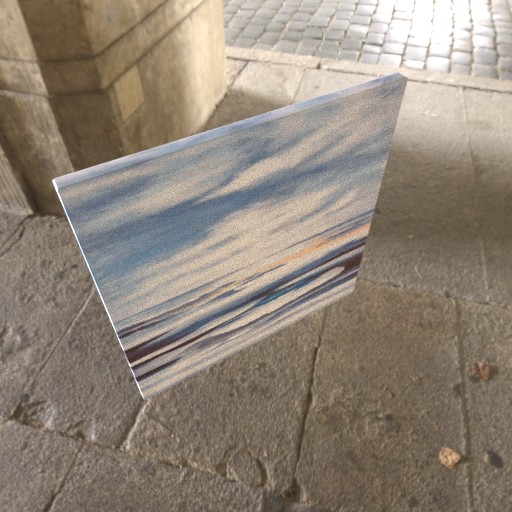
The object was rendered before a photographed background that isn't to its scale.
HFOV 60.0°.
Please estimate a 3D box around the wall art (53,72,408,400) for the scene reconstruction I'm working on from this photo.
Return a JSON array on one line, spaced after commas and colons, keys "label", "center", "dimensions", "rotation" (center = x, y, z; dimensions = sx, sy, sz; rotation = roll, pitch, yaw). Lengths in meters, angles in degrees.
[{"label": "wall art", "center": [0.000, 0.000, 1.107], "dimensions": [0.747, 0.747, 0.035], "rotation": [-24, 51, -20]}]
